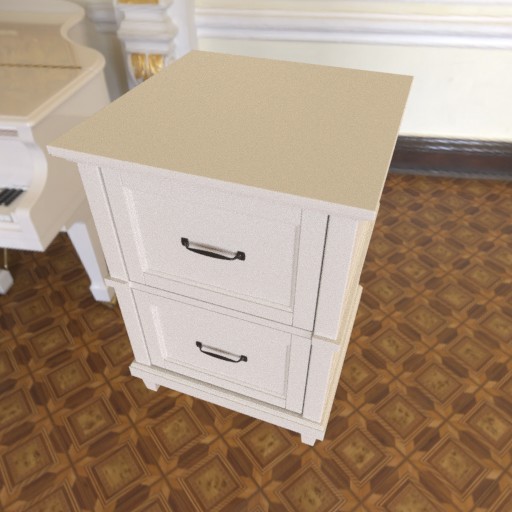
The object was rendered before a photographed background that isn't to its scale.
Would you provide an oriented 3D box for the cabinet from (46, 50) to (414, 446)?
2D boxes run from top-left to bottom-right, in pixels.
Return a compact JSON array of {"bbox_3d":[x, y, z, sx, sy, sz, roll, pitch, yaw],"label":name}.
[{"bbox_3d":[0.000,0.000,1.113,0.544,0.775,0.547,14,43,15],"label":"cabinet"}]
